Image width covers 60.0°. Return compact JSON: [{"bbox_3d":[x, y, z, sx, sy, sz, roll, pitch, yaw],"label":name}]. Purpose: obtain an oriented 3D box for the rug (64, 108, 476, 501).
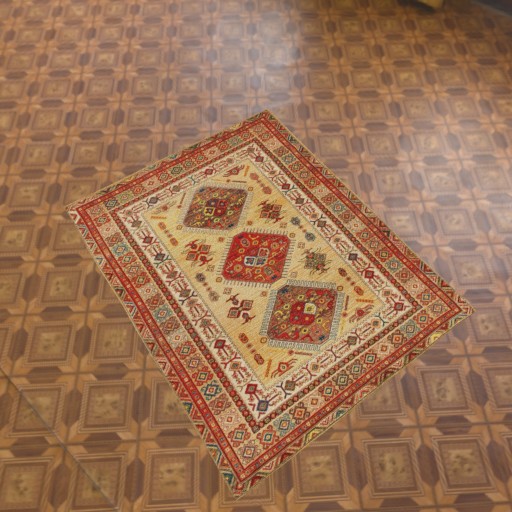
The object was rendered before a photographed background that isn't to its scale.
[{"bbox_3d":[0.000,0.000,4.049,2.460,0.005,3.067,-31,64,-17],"label":"rug"}]
